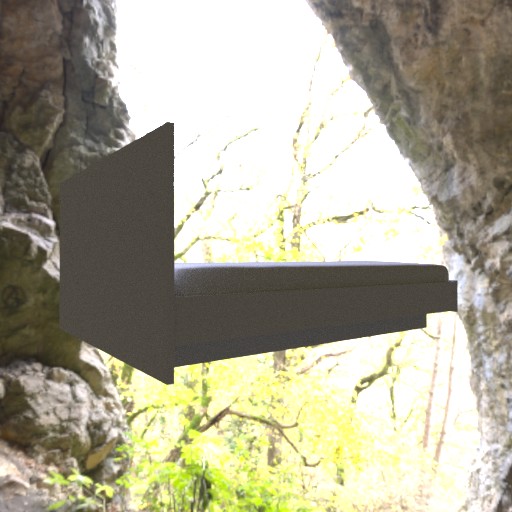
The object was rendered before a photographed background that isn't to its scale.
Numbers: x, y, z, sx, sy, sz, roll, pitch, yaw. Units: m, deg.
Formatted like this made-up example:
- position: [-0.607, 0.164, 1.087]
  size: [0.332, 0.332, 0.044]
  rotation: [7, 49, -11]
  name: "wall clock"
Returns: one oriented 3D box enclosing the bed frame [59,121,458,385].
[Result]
- position: [0.000, 0.000, 2.990]
  size: [2.100, 1.001, 1.711]
  rotation: [0, -1, -36]
  name: "bed frame"
